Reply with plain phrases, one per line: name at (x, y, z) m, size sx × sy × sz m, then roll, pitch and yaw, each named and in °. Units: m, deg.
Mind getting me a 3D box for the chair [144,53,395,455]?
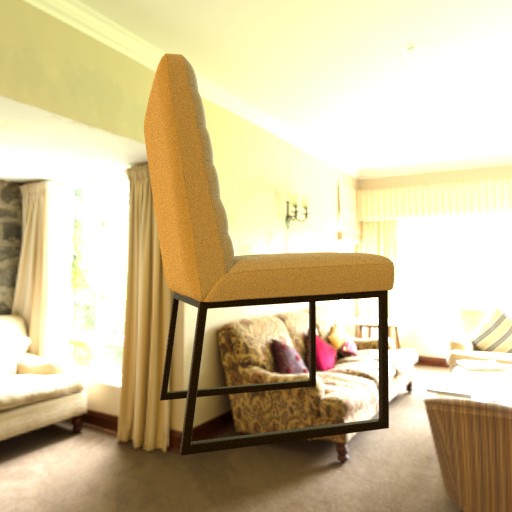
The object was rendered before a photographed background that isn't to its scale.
chair at (0.000, 0.000, 1.325) m, size 0.634 × 0.930 × 0.520 m, roll 1°, pitch -2°, yaw -18°
